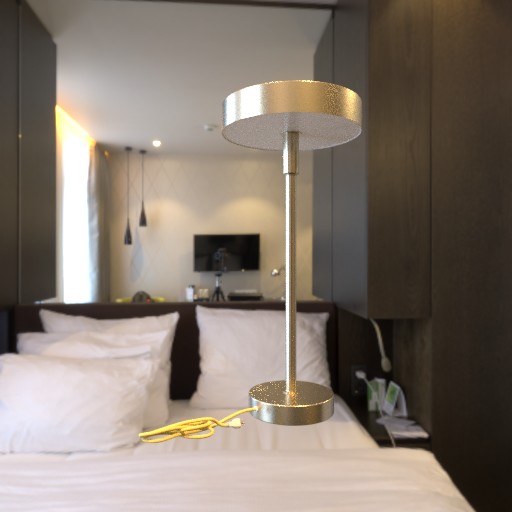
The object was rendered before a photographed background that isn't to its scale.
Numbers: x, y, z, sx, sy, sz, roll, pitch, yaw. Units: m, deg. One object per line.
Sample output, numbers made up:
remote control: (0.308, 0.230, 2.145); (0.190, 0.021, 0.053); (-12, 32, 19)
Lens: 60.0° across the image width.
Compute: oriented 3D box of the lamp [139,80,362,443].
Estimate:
lamp: (0.000, 0.000, 0.692); (0.369, 0.508, 0.229); (0, 0, -35)
